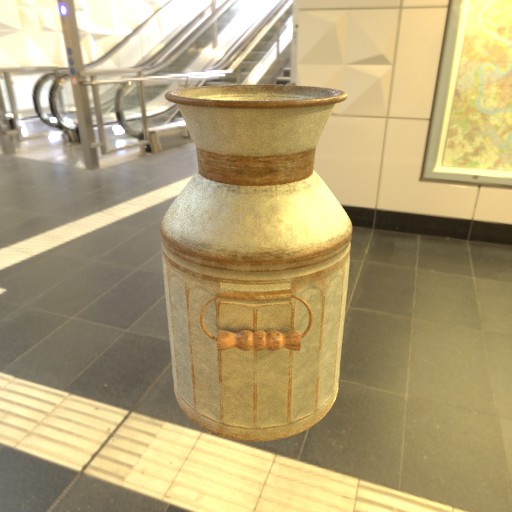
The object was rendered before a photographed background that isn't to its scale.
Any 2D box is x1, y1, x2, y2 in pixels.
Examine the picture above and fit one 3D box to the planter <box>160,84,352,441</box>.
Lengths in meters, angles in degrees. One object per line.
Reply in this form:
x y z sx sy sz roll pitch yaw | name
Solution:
0.000 0.000 0.512 0.215 0.358 0.248 0 25 0 | planter
